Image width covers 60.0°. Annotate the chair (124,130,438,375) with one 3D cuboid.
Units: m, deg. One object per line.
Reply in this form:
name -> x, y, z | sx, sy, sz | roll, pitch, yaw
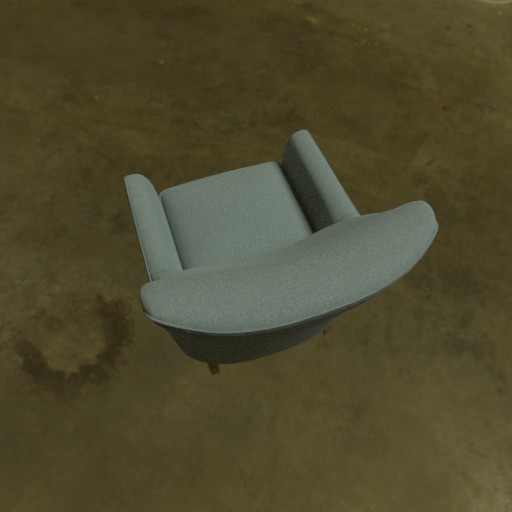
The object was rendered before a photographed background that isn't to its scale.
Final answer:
chair -> 0.000, 0.000, 1.563 | 0.756, 0.916, 0.879 | -17, 60, -10
